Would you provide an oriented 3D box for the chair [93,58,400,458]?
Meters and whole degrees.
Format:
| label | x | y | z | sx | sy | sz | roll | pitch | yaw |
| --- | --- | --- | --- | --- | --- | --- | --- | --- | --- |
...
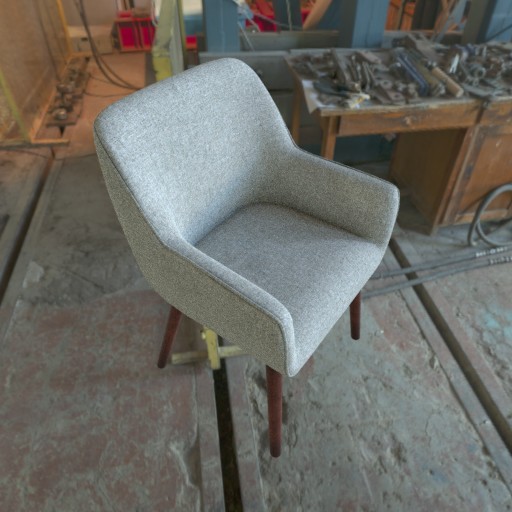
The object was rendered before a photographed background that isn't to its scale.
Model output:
| label | x | y | z | sx | sy | sz | roll | pitch | yaw |
| --- | --- | --- | --- | --- | --- | --- | --- | --- | --- |
| chair | 0.000 | 0.000 | 1.140 | 0.519 | 0.803 | 0.543 | 26 | 48 | 26 |
